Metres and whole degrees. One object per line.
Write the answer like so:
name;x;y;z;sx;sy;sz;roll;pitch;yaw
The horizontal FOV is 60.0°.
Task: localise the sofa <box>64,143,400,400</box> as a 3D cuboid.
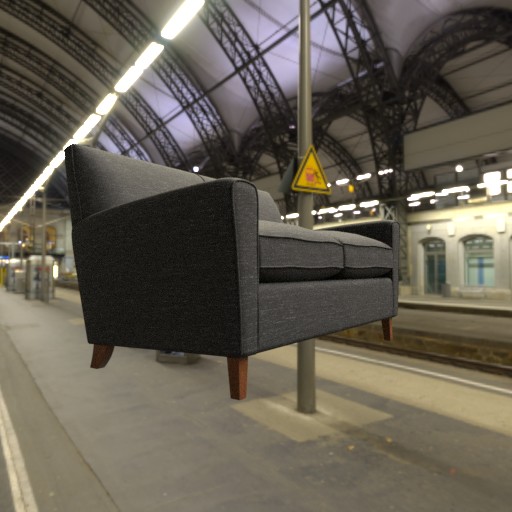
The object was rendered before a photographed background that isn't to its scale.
sofa;0.000;0.000;1.995;0.875;0.846;1.420;-1;-2;35
